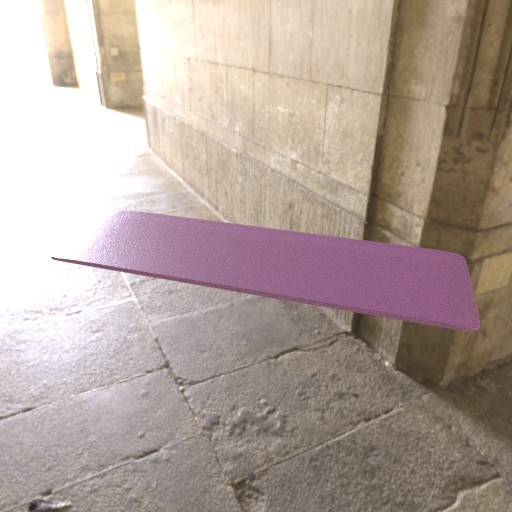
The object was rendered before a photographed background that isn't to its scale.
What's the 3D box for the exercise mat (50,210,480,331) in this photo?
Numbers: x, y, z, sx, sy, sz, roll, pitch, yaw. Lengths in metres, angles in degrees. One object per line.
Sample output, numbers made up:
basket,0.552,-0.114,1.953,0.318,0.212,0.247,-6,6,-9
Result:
exercise mat,0.000,0.000,2.071,1.869,0.021,0.616,8,29,16
